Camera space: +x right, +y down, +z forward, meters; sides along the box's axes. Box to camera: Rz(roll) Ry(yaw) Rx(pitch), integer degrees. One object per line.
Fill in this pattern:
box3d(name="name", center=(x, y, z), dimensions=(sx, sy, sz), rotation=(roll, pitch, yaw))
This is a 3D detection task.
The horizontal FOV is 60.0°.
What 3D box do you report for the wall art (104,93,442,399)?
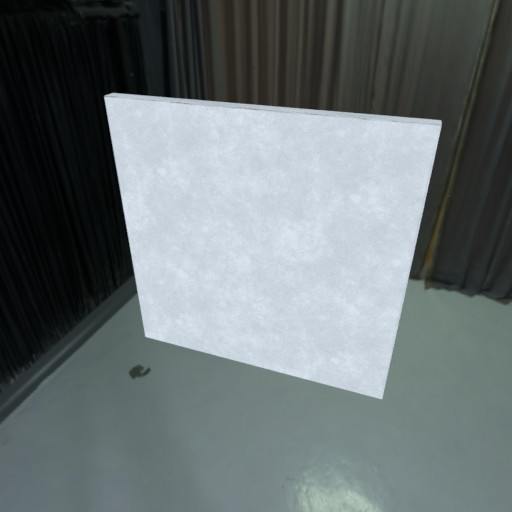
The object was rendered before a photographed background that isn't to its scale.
box3d(name="wall art", center=(0.000, 0.000, 0.463), dimensions=(0.303, 0.303, 0.015), rotation=(11, 33, 17))
